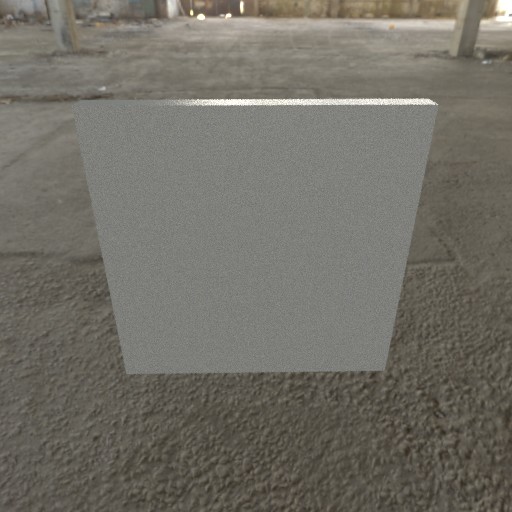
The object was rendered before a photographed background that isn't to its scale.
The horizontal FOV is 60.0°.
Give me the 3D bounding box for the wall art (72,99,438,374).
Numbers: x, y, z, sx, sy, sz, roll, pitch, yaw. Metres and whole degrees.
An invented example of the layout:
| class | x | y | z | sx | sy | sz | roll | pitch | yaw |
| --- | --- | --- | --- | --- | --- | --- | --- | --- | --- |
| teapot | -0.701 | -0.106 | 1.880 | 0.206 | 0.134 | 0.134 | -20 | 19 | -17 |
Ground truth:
| class | x | y | z | sx | sy | sz | roll | pitch | yaw |
| --- | --- | --- | --- | --- | --- | --- | --- | --- | --- |
| wall art | 0.000 | 0.000 | 0.530 | 0.355 | 0.355 | 0.027 | -1 | 31 | -1 |
